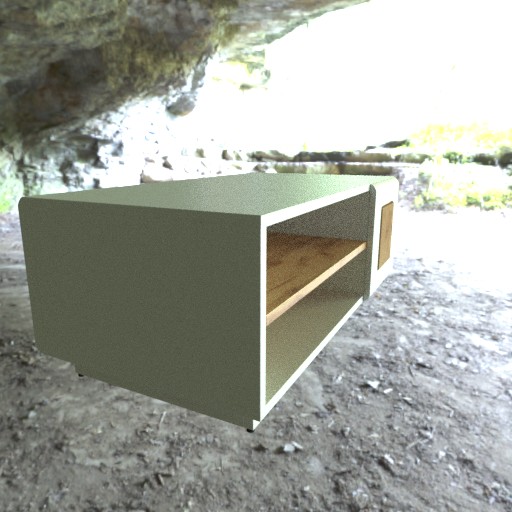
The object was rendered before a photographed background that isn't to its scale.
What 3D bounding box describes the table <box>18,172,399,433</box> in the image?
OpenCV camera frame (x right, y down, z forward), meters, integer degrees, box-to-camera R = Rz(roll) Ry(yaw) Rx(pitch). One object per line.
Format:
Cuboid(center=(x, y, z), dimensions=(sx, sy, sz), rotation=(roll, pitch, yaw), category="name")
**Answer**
Cuboid(center=(0.000, 0.000, 1.373), dimensions=(0.639, 0.442, 1.097), rotation=(7, 16, 27), category="table")
